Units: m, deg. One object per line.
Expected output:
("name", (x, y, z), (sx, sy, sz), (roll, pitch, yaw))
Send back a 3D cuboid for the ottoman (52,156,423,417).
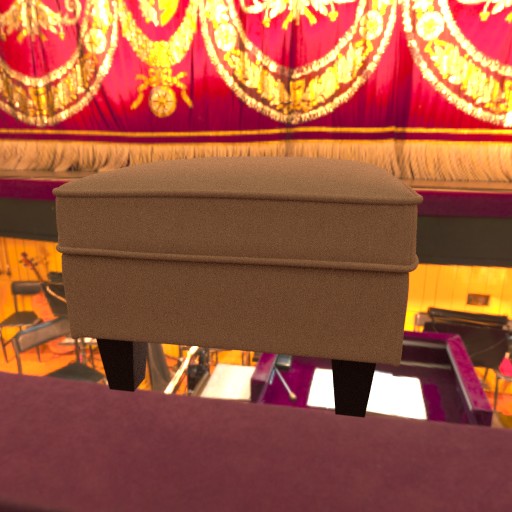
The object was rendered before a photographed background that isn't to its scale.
("ottoman", (0.000, 0.000, 1.011), (0.616, 0.438, 0.613), (3, 15, 10))
